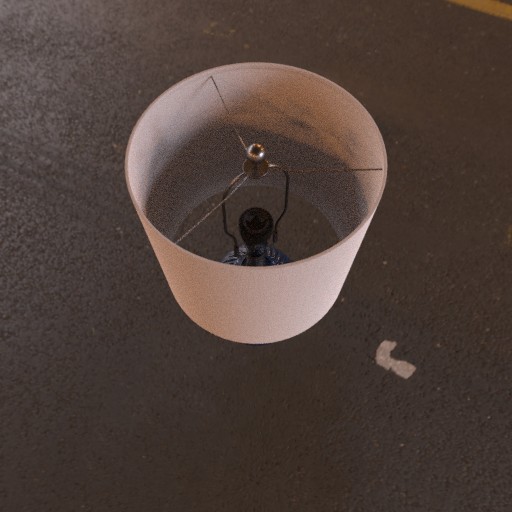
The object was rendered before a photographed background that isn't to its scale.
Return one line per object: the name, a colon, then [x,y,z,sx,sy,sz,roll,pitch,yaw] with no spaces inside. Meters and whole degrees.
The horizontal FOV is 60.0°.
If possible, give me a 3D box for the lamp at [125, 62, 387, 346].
lamp: [0.000,0.000,0.505,0.203,0.368,0.203,-21,65,-10]
